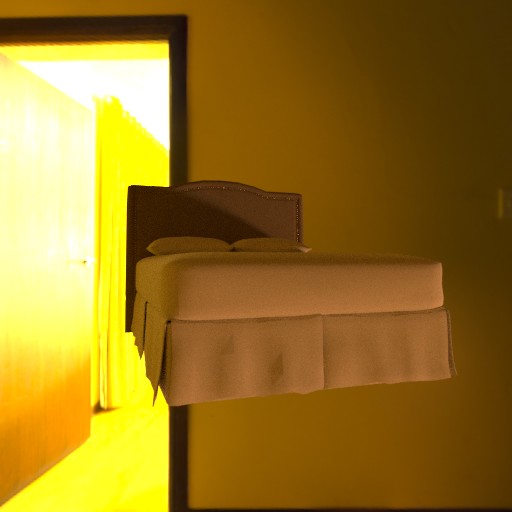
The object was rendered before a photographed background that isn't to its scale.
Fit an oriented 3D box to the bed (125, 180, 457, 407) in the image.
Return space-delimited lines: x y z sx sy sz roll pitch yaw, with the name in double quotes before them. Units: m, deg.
"bed" 0.000 0.000 3.230 1.744 1.441 2.128 0 -1 -19
